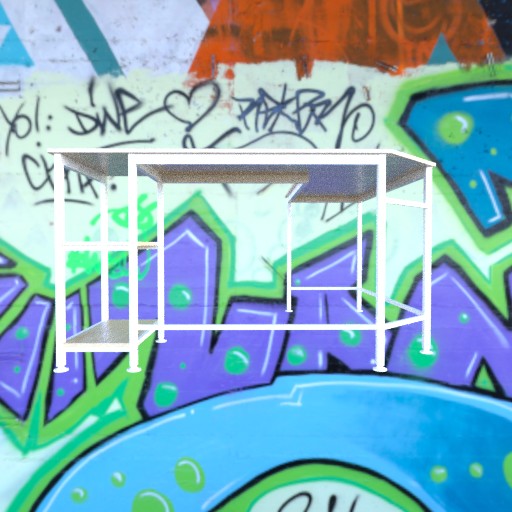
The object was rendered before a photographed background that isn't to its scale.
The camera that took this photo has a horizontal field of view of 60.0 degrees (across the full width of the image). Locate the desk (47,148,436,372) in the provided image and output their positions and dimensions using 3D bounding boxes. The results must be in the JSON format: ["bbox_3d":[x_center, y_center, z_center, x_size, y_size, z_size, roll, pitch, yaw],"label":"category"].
[{"bbox_3d":[0.000,0.000,2.153,1.379,0.739,1.379,0,1,-1],"label":"desk"}]
